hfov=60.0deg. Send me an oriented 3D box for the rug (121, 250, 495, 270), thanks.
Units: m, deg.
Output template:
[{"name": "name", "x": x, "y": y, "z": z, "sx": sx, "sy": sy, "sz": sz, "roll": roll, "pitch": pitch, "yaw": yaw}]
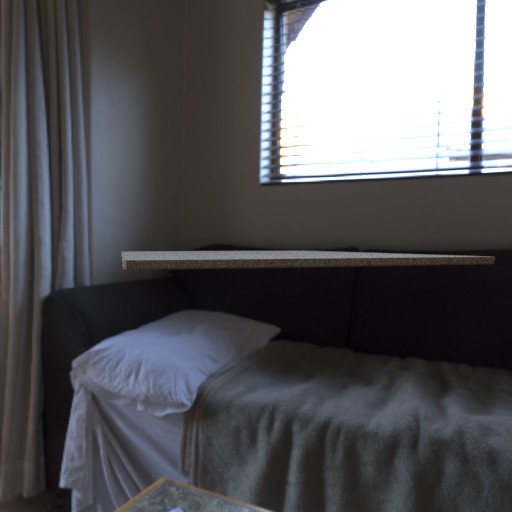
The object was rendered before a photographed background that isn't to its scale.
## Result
[{"name": "rug", "x": 0.000, "y": 0.000, "z": 2.067, "sx": 1.199, "sy": 0.025, "sz": 1.600, "roll": 0, "pitch": 2, "yaw": -17}]
